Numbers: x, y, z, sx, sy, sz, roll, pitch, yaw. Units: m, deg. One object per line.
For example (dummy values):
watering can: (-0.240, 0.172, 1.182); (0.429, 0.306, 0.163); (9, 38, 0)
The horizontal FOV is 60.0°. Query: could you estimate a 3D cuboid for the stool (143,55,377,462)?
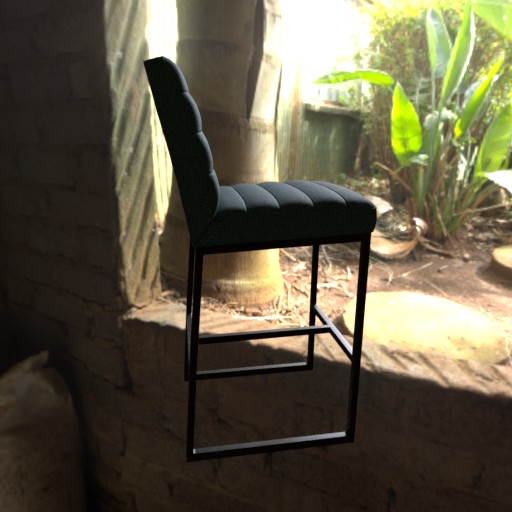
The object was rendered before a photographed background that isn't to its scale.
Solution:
stool: (0.000, 0.000, 1.325); (0.560, 1.040, 0.460); (-3, 16, -9)
